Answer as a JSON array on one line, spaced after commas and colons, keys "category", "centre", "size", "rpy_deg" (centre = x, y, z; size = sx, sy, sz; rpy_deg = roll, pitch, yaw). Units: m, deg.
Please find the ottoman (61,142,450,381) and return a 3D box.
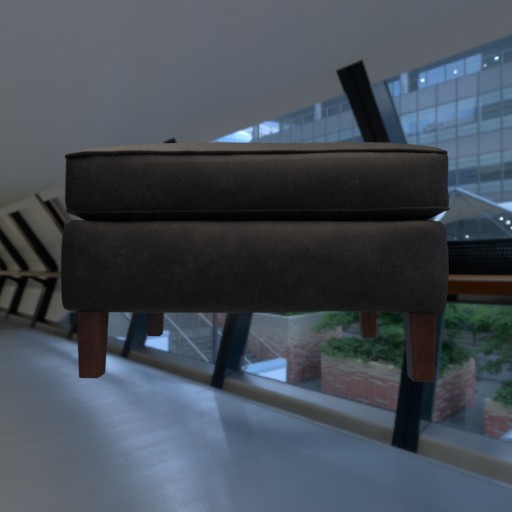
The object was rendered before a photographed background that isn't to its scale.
[{"category": "ottoman", "centre": [0.000, 0.000, 0.952], "size": [0.665, 0.413, 0.501], "rpy_deg": [0, -1, 2]}]
